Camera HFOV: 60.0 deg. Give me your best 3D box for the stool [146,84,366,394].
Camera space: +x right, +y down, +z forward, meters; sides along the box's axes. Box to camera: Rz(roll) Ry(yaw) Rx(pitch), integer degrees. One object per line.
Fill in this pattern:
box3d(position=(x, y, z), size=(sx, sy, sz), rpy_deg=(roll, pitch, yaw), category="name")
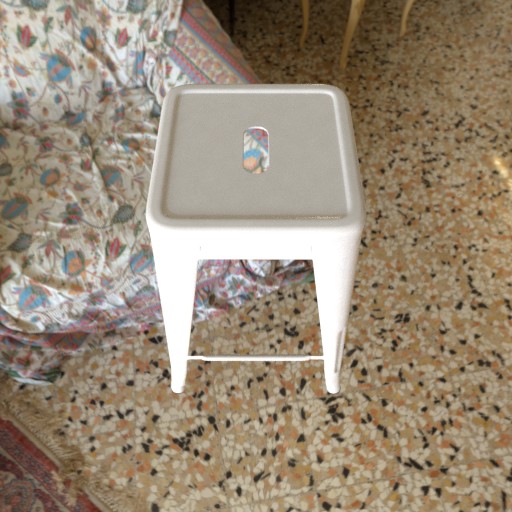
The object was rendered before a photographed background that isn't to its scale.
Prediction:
box3d(position=(0.000, 0.000, 0.901), size=(0.406, 0.610, 0.406), rpy_deg=(0, 59, 0), category="stool")
